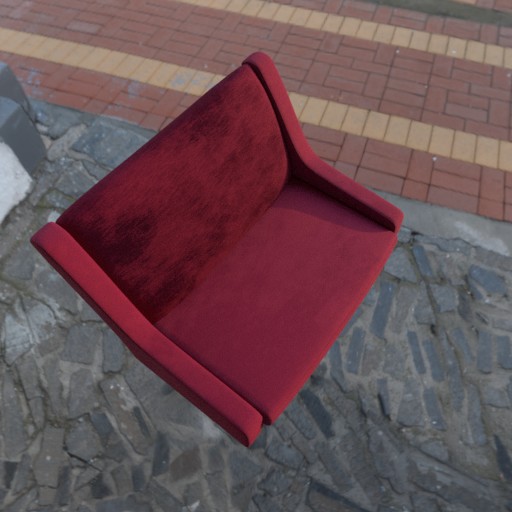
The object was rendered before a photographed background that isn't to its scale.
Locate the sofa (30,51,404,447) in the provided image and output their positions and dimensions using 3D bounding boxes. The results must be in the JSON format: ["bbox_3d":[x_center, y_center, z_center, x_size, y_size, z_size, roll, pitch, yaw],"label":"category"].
[{"bbox_3d":[0.000,0.000,1.944,0.946,0.976,1.242,33,64,18],"label":"sofa"}]
